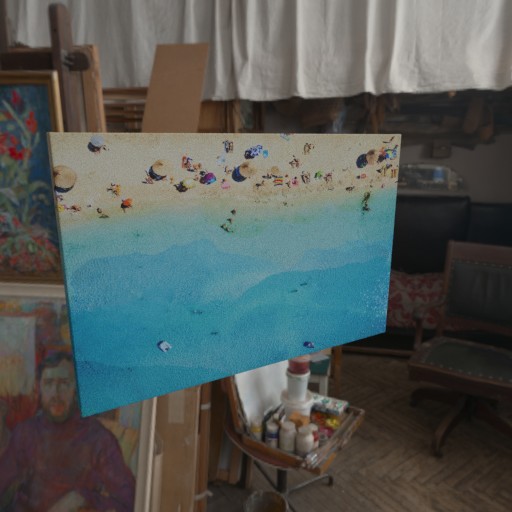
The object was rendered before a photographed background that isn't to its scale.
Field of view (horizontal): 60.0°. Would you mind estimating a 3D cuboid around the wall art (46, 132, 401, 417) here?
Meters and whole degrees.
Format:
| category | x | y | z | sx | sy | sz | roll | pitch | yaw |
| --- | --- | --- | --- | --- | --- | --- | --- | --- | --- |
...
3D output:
| category | x | y | z | sx | sy | sz | roll | pitch | yaw |
| --- | --- | --- | --- | --- | --- | --- | --- | --- | --- |
| wall art | 0.000 | 0.000 | 0.761 | 0.609 | 0.406 | 0.039 | -8 | 17 | -28 |
